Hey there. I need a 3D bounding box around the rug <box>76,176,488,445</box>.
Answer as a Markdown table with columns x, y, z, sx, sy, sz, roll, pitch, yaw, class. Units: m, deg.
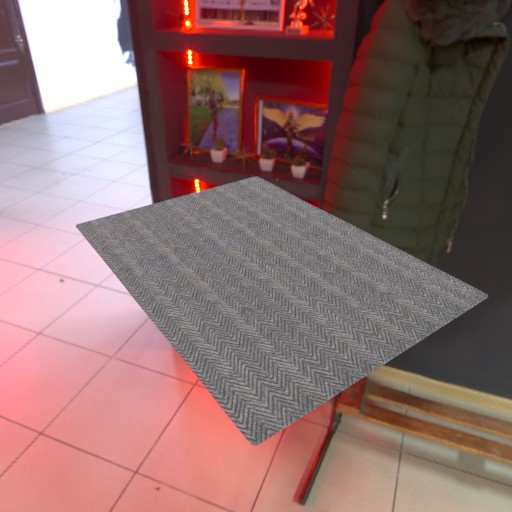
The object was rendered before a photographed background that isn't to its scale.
| x | y | z | sx | sy | sz | roll | pitch | yaw | class |
| --- | --- | --- | --- | --- | --- | --- | --- | --- | --- |
| 0.000 | 0.000 | 5.061 | 2.894 | 0.011 | 3.957 | -21 | 37 | -30 | rug |
